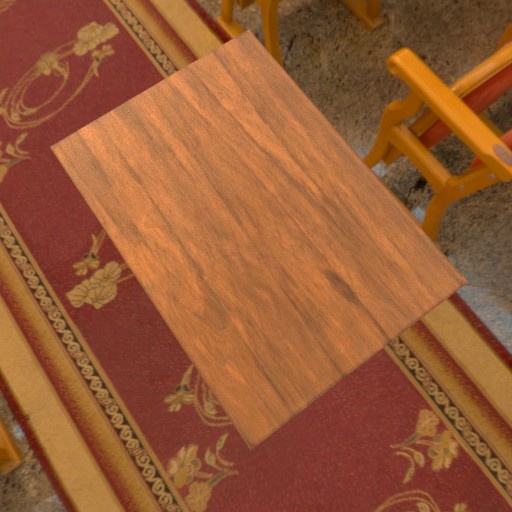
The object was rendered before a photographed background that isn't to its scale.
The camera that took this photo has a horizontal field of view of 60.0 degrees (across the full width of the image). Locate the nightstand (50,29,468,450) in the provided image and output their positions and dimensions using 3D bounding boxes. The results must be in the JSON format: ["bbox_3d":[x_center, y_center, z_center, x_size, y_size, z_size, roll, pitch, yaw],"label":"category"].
[{"bbox_3d":[0.000,0.000,1.043,0.458,0.610,0.610,-35,77,-9],"label":"nightstand"}]
